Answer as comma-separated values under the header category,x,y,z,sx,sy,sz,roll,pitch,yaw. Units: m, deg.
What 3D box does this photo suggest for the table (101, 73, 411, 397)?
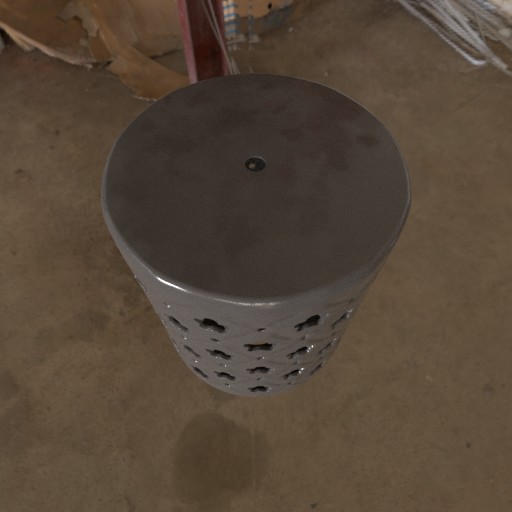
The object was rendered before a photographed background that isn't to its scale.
category,x,y,z,sx,sy,sz,roll,pitch,yaw
table,0.000,0.000,0.661,0.352,0.387,0.352,0,58,0
